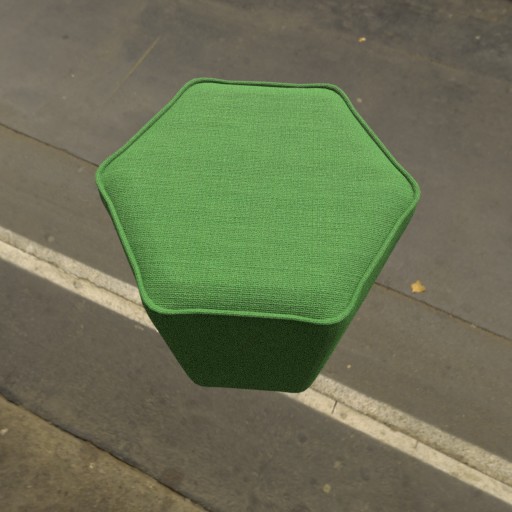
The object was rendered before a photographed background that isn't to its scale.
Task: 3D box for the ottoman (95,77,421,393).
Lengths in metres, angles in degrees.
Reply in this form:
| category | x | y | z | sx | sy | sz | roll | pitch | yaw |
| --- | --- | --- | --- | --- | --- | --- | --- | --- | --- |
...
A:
| category | x | y | z | sx | sy | sz | roll | pitch | yaw |
| --- | --- | --- | --- | --- | --- | --- | --- | --- | --- |
| ottoman | 0.000 | 0.000 | 0.881 | 0.499 | 0.507 | 0.444 | 4 | 63 | 2 |
